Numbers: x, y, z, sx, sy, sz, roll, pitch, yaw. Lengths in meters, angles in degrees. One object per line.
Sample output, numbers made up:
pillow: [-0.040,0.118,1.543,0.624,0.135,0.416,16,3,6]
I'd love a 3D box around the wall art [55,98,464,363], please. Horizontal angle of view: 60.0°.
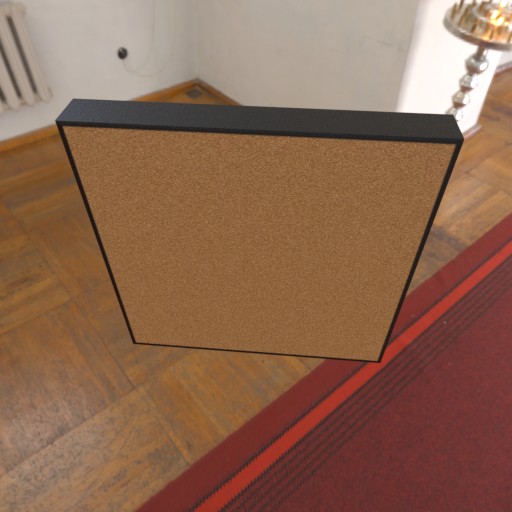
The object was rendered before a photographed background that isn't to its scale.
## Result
wall art: [0.000,0.000,0.448,0.304,0.303,0.037,4,45,4]
